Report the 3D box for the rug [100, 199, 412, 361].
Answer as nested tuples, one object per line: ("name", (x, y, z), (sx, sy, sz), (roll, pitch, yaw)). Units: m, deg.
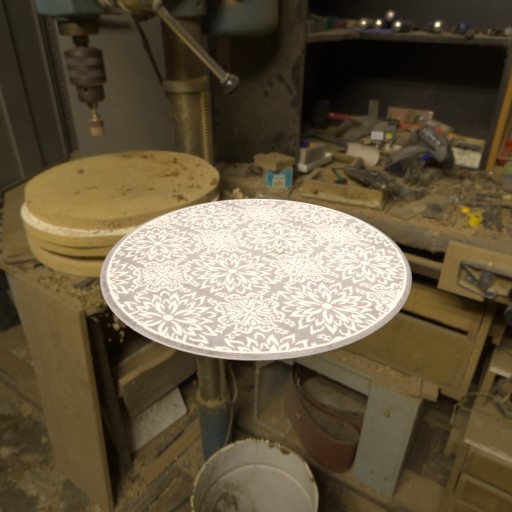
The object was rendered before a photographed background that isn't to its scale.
("rug", (0.000, 0.000, 2.368), (1.593, 0.012, 1.593), (0, 30, 0))
